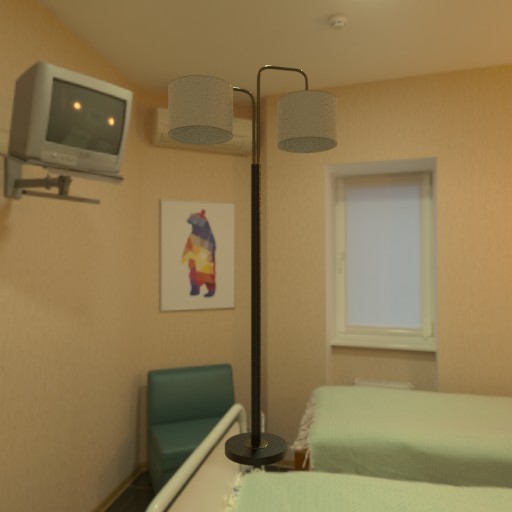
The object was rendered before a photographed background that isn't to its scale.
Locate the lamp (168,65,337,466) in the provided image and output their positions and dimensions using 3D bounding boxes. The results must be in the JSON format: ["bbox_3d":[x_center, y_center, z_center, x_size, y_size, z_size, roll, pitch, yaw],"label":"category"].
[{"bbox_3d":[0.000,0.000,1.812,0.711,1.587,0.254,0,-1,-18],"label":"lamp"}]
